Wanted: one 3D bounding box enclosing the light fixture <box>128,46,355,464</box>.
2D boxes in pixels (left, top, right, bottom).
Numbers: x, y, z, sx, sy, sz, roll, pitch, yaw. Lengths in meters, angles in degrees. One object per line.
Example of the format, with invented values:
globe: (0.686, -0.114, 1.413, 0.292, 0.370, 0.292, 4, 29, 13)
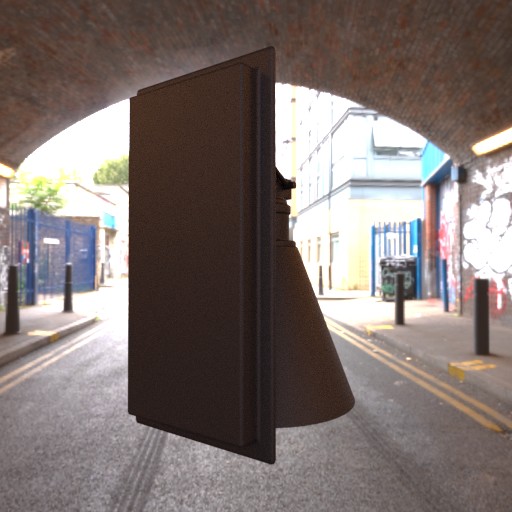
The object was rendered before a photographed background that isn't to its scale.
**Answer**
light fixture: (0.000, 0.000, 0.424, 0.170, 0.298, 0.207, 0, -1, 35)
